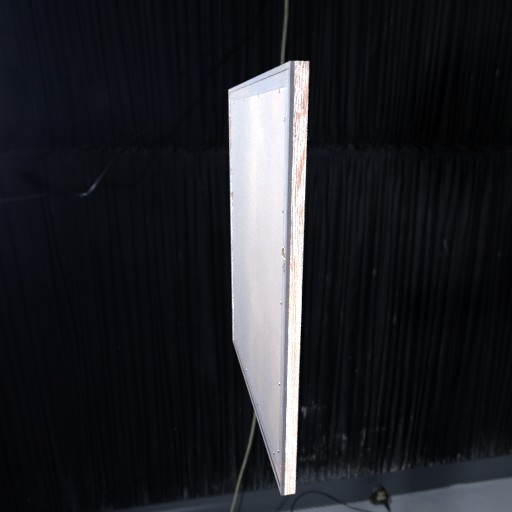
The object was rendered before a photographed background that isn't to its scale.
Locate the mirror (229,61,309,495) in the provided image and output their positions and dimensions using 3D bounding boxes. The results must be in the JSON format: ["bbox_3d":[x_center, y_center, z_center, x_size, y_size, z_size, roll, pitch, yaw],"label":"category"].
[{"bbox_3d":[0.000,0.000,1.192,0.032,0.882,0.730,-3,17,-11],"label":"mirror"}]
